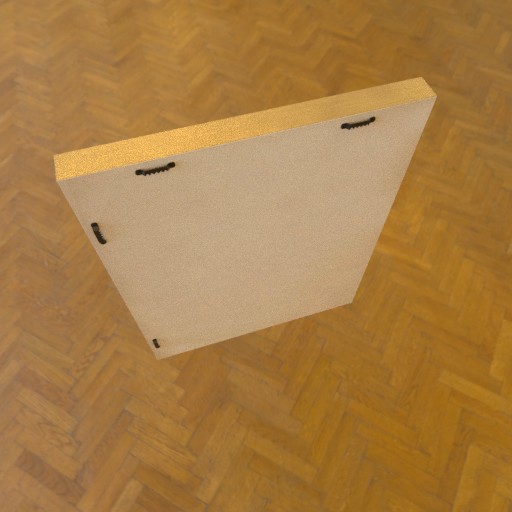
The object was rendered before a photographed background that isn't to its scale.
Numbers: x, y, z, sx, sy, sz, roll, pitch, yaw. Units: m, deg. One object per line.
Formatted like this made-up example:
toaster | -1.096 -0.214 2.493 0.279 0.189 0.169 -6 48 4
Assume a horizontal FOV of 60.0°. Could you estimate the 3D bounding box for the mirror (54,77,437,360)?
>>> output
mirror | 0.000 0.000 0.674 0.406 0.509 0.041 -15 59 -9
